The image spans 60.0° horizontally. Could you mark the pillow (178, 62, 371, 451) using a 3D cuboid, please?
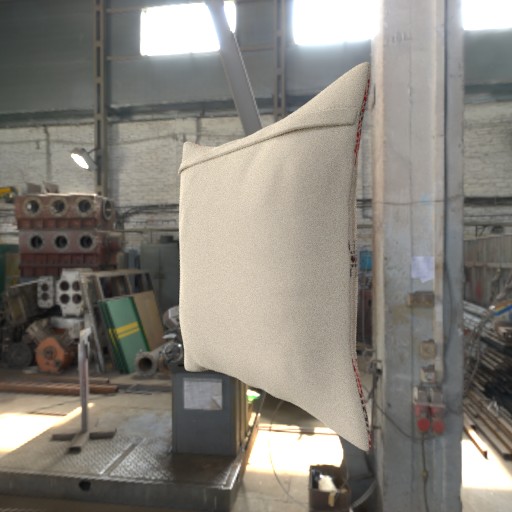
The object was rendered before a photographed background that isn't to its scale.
[{"bbox_3d":[0.000,0.000,0.704,0.160,0.454,0.463,0,0,-36],"label":"pillow"}]
